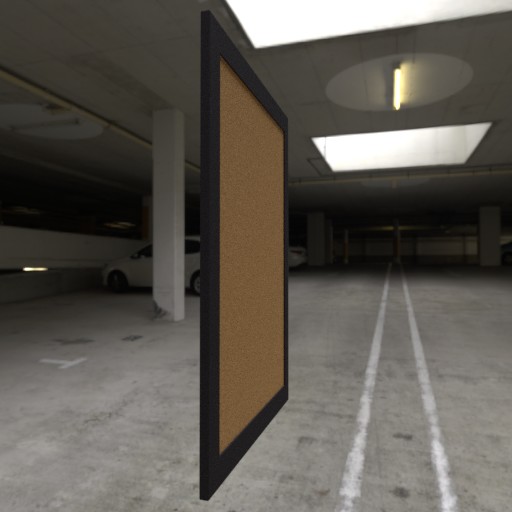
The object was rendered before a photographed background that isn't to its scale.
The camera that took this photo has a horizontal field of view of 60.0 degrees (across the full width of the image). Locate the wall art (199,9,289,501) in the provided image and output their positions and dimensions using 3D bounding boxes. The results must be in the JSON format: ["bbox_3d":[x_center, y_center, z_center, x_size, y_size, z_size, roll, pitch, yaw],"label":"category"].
[{"bbox_3d":[0.000,0.000,0.656,0.012,0.529,0.374,0,-1,17],"label":"wall art"}]
